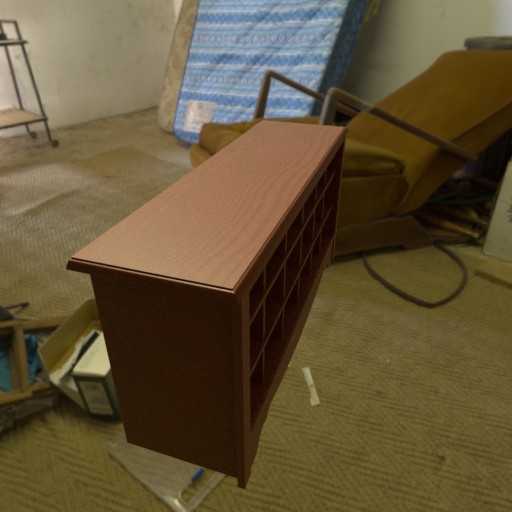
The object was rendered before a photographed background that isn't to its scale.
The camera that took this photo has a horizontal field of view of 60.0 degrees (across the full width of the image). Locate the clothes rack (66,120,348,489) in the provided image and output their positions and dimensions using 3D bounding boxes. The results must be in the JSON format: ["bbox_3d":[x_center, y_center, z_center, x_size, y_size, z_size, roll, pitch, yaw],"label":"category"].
[{"bbox_3d":[0.000,0.000,1.476,0.362,0.594,1.251,10,31,16],"label":"clothes rack"}]
